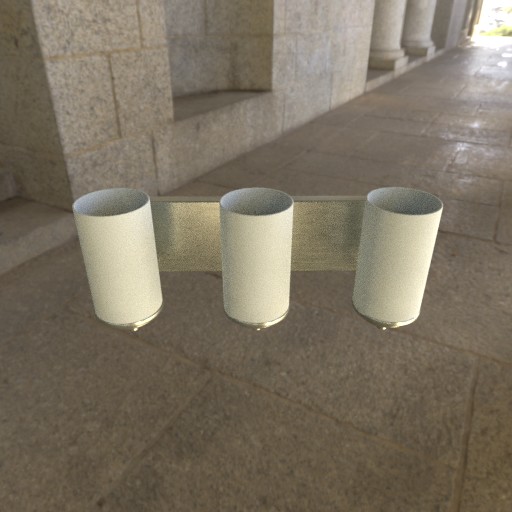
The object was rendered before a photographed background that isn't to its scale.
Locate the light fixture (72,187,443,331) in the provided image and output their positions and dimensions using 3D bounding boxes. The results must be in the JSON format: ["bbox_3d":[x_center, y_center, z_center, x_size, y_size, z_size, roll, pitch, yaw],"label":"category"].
[{"bbox_3d":[0.000,0.000,0.544,0.451,0.172,0.145,0,30,-1],"label":"light fixture"}]
